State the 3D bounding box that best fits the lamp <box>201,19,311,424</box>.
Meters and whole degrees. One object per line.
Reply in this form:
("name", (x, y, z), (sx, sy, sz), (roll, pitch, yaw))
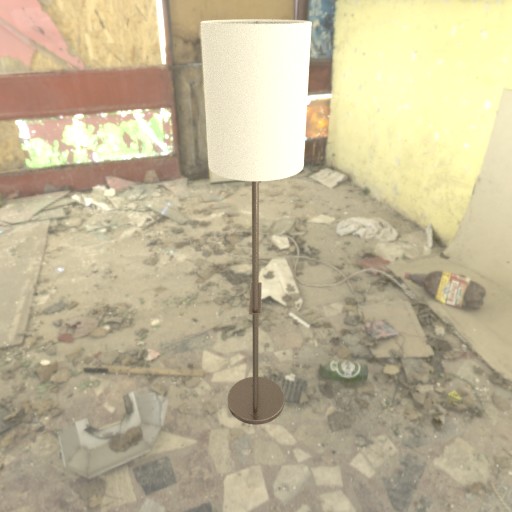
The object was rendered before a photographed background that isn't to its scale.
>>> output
("lamp", (0.000, 0.000, 1.603), (0.305, 1.500, 0.306), (1, 30, 1))
